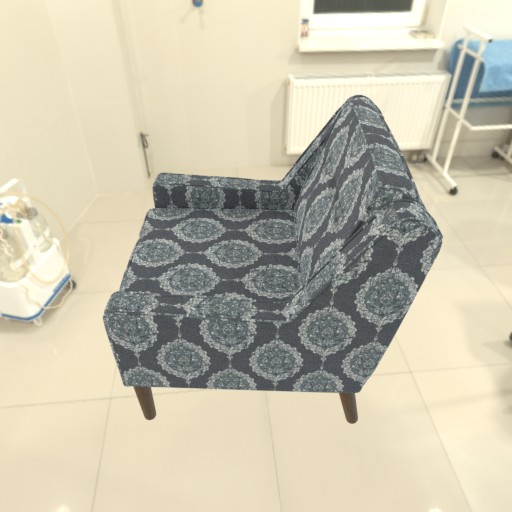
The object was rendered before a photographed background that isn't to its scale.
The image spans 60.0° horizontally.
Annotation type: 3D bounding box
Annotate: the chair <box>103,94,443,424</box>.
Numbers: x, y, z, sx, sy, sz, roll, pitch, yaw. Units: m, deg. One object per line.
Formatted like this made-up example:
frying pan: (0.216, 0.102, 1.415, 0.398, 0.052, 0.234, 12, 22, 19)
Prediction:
chair: (0.000, 0.000, 1.315, 0.743, 0.792, 0.663, 1, 40, 1)
